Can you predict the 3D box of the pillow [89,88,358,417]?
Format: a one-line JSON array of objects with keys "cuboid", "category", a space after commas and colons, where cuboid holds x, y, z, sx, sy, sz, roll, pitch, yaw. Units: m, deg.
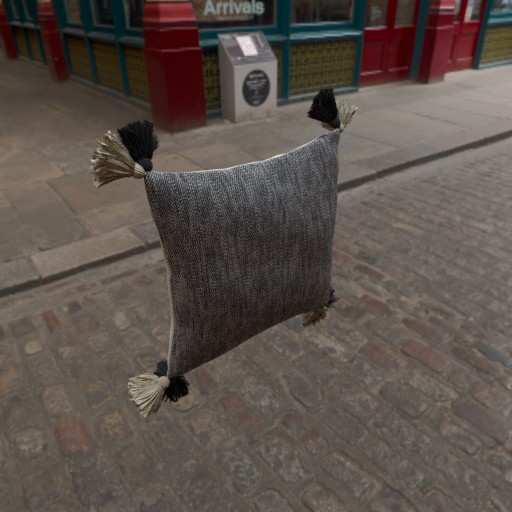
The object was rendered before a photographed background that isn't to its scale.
[{"cuboid": [0.000, 0.000, 0.984, 0.654, 0.659, 0.170, -21, 36, -31], "category": "pillow"}]
